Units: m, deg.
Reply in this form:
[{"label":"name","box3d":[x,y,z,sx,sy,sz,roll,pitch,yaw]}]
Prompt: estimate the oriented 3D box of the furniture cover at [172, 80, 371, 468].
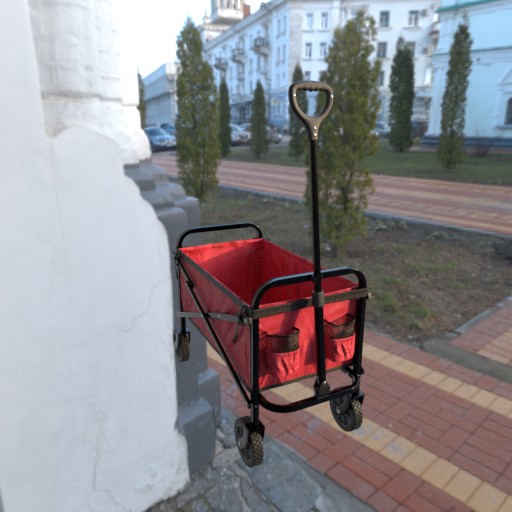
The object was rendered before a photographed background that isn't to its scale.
[{"label":"furniture cover","box3d":[0.000,0.000,1.832,0.532,1.295,1.038,-8,18,-25]}]
